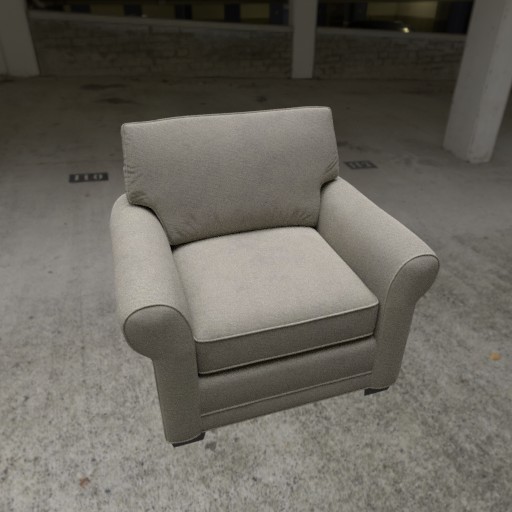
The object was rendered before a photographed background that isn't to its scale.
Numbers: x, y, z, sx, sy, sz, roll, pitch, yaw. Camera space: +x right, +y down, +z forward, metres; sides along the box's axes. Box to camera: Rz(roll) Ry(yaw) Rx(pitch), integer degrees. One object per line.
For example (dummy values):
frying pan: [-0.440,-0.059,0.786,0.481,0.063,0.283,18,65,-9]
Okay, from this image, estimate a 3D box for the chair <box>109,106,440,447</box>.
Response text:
chair: [0.000,0.000,1.881,1.147,1.044,0.939,-10,33,-15]
